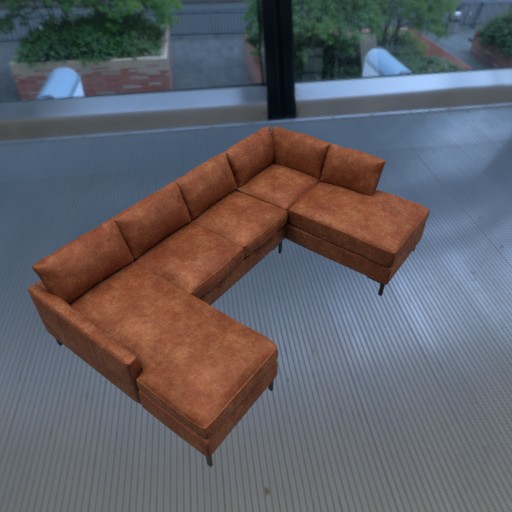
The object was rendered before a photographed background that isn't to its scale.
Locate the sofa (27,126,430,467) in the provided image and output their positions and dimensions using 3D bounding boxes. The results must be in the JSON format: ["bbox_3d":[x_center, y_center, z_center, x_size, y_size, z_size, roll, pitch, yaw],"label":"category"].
[{"bbox_3d":[0.000,0.000,3.762,1.939,0.900,2.956,26,47,27],"label":"sofa"}]
